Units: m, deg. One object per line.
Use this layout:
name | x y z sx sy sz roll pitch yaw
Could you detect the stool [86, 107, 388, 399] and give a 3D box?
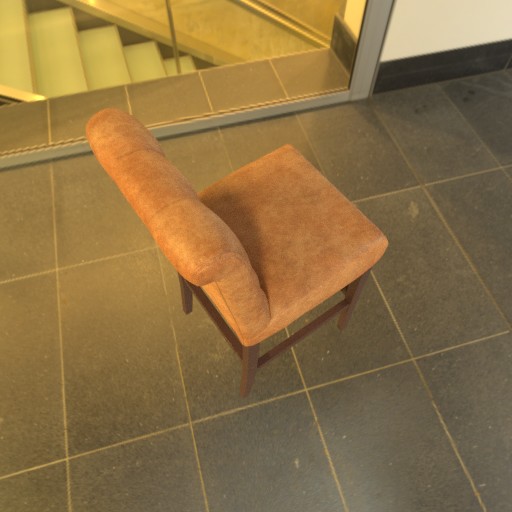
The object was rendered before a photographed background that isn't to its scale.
stool | 0.000 0.000 1.354 0.601 1.047 0.493 -31 63 -18
